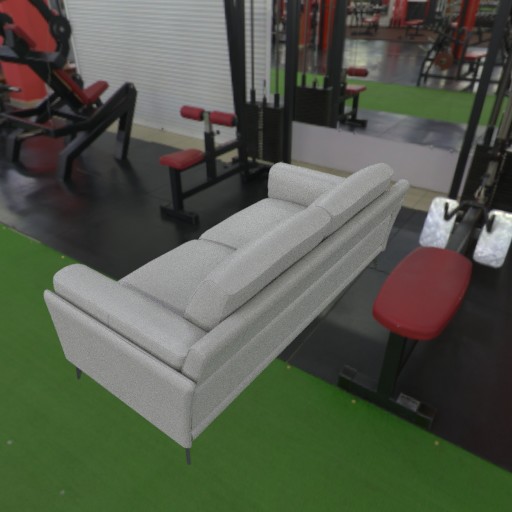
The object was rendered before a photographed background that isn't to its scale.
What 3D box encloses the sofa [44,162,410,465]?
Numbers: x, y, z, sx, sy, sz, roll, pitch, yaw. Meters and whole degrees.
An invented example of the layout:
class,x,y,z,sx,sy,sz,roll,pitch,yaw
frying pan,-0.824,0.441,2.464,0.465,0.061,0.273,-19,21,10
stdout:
class,x,y,z,sx,sy,sz,roll,pitch,yaw
sofa,0.000,0.000,2.648,1.049,0.930,2.101,22,38,31
